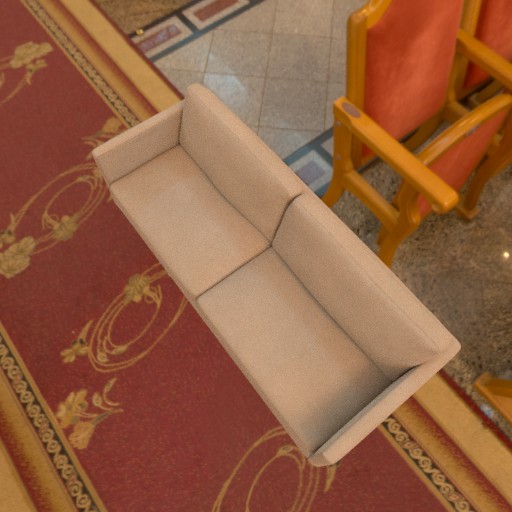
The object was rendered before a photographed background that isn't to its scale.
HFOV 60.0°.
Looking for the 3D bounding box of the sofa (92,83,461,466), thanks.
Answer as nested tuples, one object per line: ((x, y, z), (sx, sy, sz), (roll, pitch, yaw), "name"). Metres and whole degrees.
((0.000, 0.000, 2.856), (0.988, 0.912, 2.404), (-35, 69, -16), "sofa")
